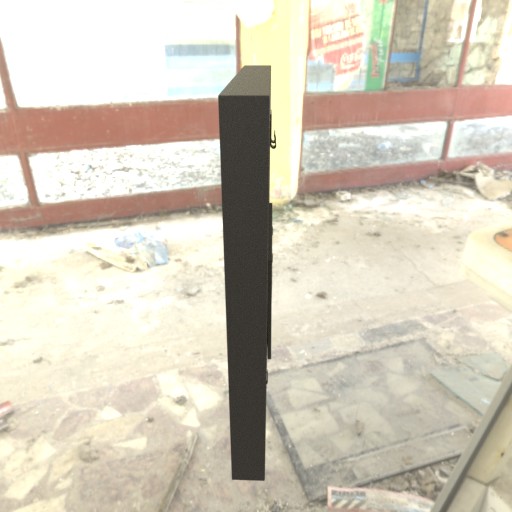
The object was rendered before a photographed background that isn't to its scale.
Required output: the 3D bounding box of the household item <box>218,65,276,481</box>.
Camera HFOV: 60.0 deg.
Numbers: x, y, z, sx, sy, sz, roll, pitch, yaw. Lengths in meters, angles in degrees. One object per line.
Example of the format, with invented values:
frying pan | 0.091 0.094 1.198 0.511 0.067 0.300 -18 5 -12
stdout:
household item | 0.000 0.000 0.235 0.022 0.178 0.133 1 27 2
